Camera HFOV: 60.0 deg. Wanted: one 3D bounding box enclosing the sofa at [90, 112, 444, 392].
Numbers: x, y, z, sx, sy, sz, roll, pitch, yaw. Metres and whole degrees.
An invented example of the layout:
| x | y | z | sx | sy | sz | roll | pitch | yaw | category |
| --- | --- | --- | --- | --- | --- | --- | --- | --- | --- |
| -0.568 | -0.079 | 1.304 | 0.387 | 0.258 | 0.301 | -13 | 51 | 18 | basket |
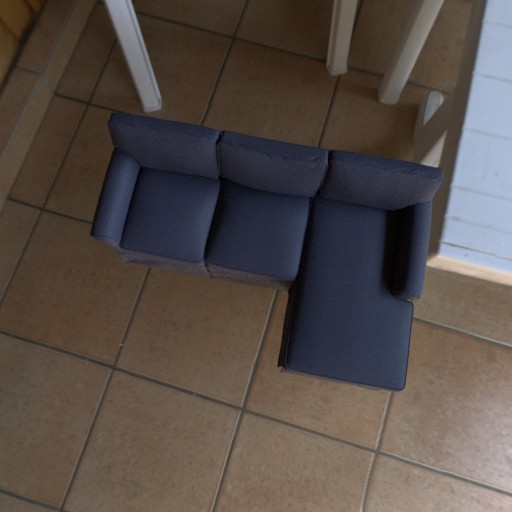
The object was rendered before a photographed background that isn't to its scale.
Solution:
| x | y | z | sx | sy | sz | roll | pitch | yaw | category |
| --- | --- | --- | --- | --- | --- | --- | --- | --- | --- |
| 0.000 | 0.000 | 3.395 | 2.518 | 1.039 | 1.637 | 10 | 76 | 3 | sofa |
